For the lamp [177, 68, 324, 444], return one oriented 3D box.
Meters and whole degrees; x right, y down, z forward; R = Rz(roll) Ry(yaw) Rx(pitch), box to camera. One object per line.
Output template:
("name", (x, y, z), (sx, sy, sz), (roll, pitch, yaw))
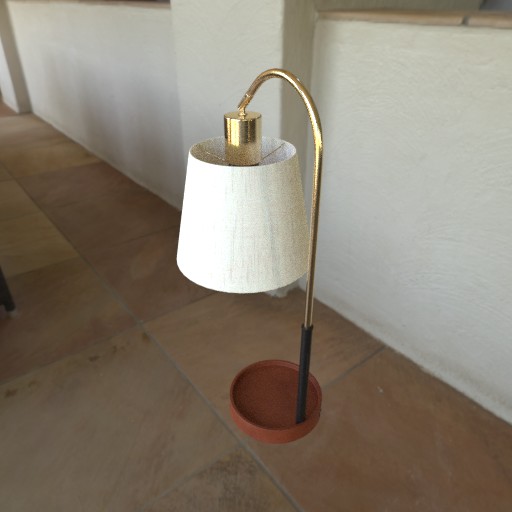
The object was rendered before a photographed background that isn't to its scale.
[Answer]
("lamp", (0.000, 0.000, 0.669), (0.211, 0.536, 0.273), (-19, 35, -29))
